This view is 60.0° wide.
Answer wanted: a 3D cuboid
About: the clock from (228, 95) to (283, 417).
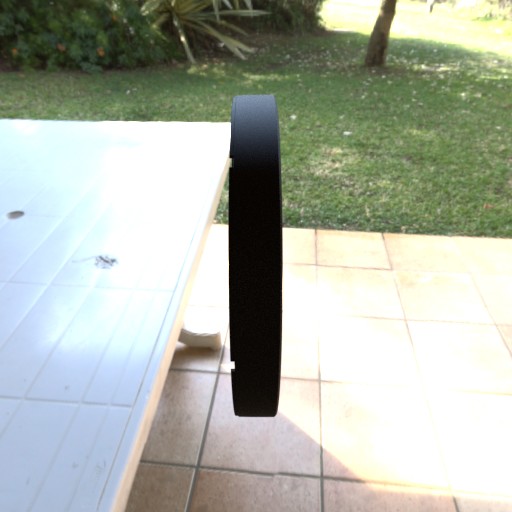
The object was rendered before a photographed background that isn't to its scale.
[{"bbox_3d":[0.000,0.000,0.429,0.040,0.293,0.293,0,33,0],"label":"clock"}]
